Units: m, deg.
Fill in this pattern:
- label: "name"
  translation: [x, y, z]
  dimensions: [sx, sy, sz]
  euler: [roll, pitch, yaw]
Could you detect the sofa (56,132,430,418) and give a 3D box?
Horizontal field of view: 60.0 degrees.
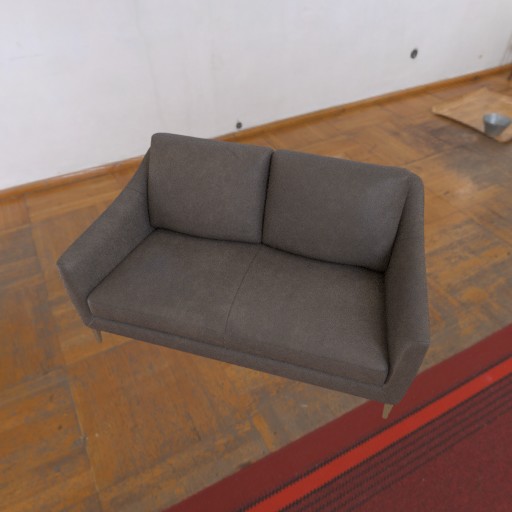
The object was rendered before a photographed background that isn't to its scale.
- label: "sofa"
  translation: [0.000, 0.000, 2.229]
  dimensions: [1.619, 0.902, 0.960]
  euler: [11, 42, 13]
